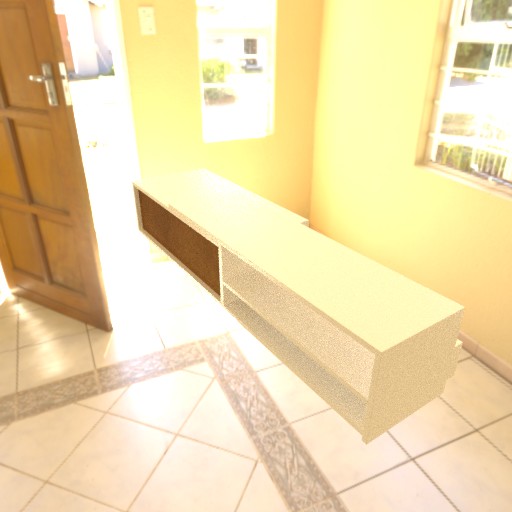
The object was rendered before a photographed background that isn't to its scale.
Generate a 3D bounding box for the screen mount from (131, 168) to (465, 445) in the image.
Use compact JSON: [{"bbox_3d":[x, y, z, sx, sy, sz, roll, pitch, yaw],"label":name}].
[{"bbox_3d":[0.000,0.000,1.856,0.420,0.320,1.680,-17,32,-30],"label":"screen mount"}]
